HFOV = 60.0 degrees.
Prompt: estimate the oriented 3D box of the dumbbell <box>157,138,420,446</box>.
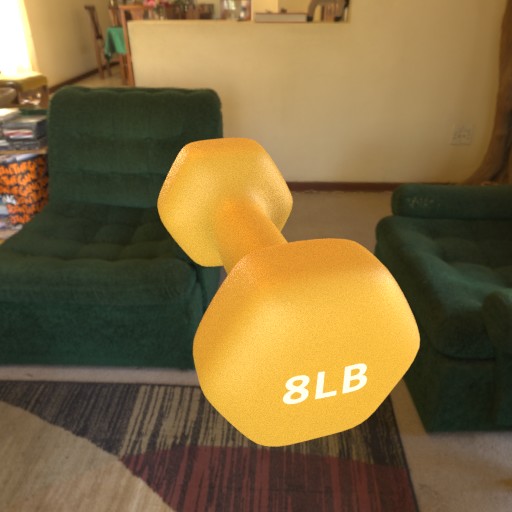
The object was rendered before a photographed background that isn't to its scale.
[{"bbox_3d":[0.000,0.000,0.236,0.090,0.082,0.190,-8,31,-13],"label":"dumbbell"}]
